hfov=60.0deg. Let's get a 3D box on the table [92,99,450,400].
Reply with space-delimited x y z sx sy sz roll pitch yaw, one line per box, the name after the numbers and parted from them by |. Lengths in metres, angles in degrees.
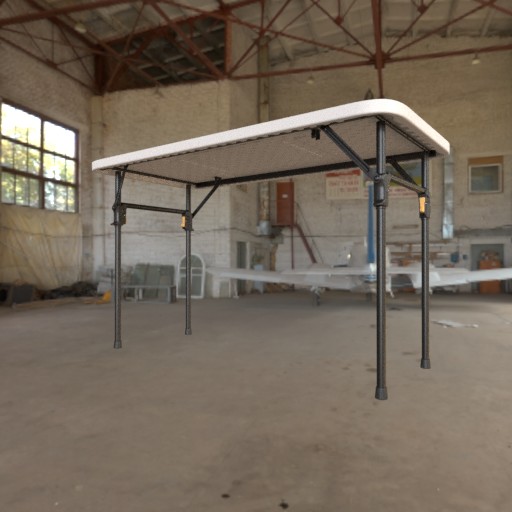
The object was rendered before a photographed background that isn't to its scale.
0.000 0.000 1.606 1.219 0.729 0.610 0 -1 36 | table
